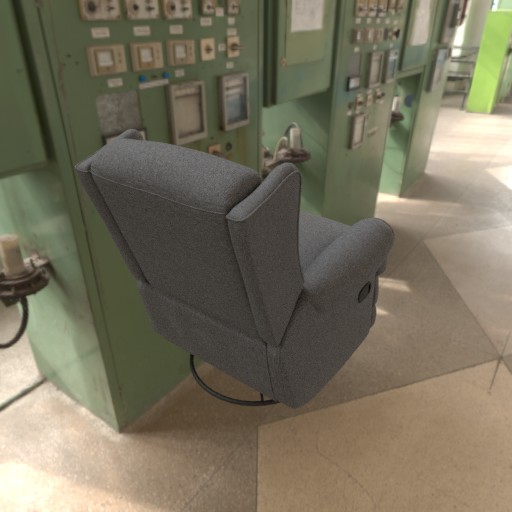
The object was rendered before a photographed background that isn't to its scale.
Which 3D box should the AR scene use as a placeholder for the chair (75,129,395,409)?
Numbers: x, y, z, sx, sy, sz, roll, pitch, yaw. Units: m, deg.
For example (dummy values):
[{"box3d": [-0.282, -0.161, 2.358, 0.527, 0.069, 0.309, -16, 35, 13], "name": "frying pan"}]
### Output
[{"box3d": [0.000, 0.000, 1.713, 0.847, 1.011, 0.969, 20, 35, 32], "name": "chair"}]
